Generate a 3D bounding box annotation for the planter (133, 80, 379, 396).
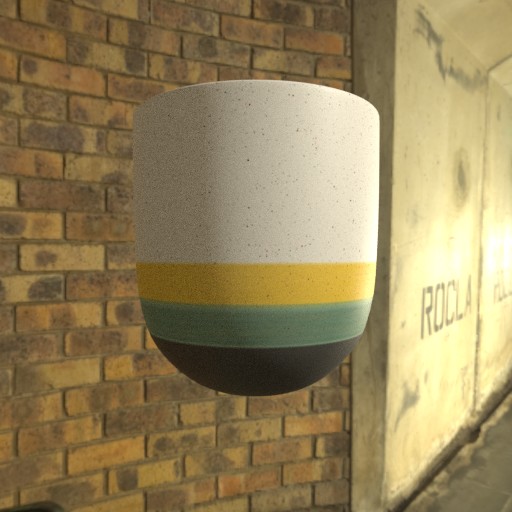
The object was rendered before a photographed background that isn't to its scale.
[{"bbox_3d":[0.000,0.000,0.364,0.195,0.214,0.195,0,0,0],"label":"planter"}]
